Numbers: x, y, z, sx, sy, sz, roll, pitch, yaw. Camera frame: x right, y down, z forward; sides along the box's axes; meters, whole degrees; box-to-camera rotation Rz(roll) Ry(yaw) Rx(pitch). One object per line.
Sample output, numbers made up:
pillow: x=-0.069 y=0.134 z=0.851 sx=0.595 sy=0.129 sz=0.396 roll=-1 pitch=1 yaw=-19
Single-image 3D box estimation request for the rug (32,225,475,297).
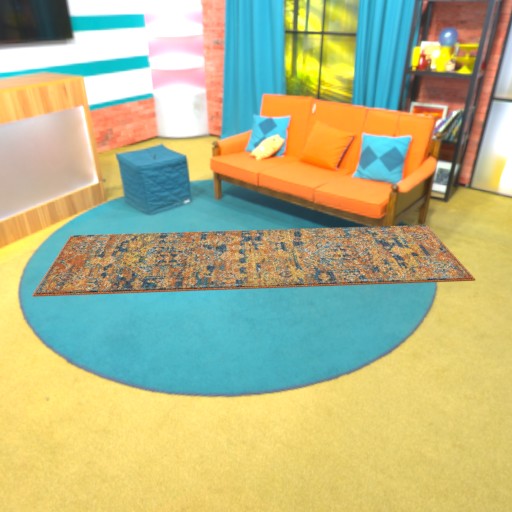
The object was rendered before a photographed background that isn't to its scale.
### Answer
rug: x=0.000 y=0.000 z=2.545 sx=2.274 sy=0.016 sz=0.651 roll=-2 pitch=30 yaw=-3
